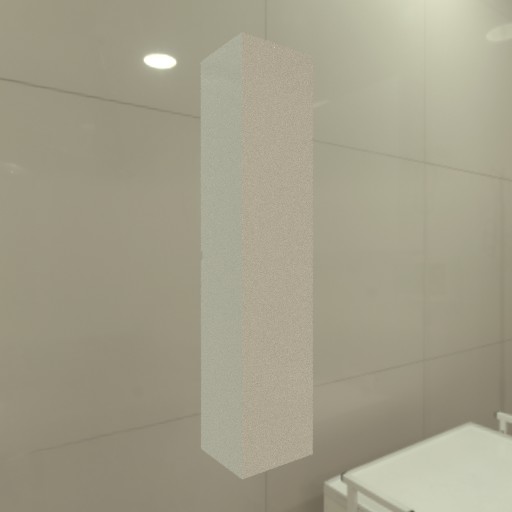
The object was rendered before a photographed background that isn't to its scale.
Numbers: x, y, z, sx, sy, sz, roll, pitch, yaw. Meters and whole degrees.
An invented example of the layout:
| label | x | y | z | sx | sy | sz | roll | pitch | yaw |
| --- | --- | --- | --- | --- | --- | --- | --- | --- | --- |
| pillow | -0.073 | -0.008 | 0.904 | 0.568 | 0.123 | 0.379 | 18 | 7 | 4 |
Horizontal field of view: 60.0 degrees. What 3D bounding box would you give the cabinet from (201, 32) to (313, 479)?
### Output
| label | x | y | z | sx | sy | sz | roll | pitch | yaw |
| --- | --- | --- | --- | --- | --- | --- | --- | --- | --- |
| cabinet | 0.000 | 0.000 | 1.583 | 0.300 | 1.400 | 0.270 | 0 | 1 | -36 |
